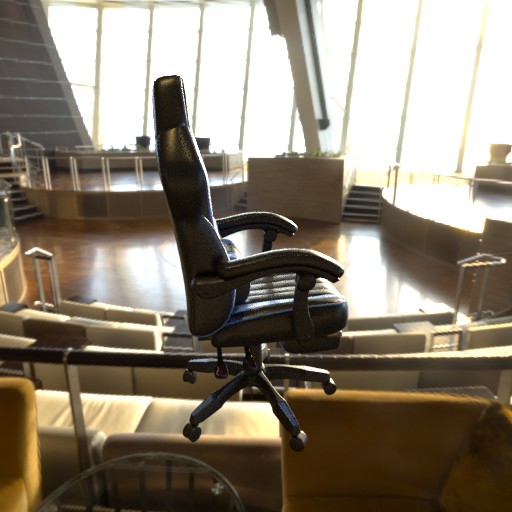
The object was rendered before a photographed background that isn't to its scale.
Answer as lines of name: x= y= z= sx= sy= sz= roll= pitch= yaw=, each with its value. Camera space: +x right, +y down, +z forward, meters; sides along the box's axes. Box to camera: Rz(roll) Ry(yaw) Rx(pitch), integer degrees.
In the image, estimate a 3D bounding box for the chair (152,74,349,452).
chair: x=0.000 y=0.000 z=1.707 sx=0.700 sy=1.280 sz=0.700 roll=-3 pitch=17 yaw=-9
